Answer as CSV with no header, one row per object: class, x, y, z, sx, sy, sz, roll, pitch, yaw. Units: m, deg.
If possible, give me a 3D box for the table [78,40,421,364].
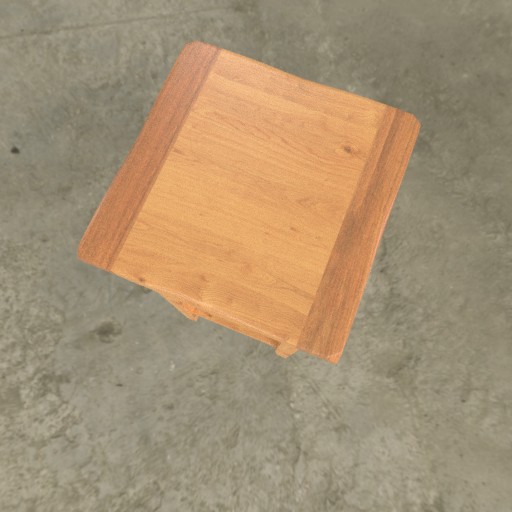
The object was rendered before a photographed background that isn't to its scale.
table,0.000,0.000,0.949,0.360,0.740,0.360,21,76,6
